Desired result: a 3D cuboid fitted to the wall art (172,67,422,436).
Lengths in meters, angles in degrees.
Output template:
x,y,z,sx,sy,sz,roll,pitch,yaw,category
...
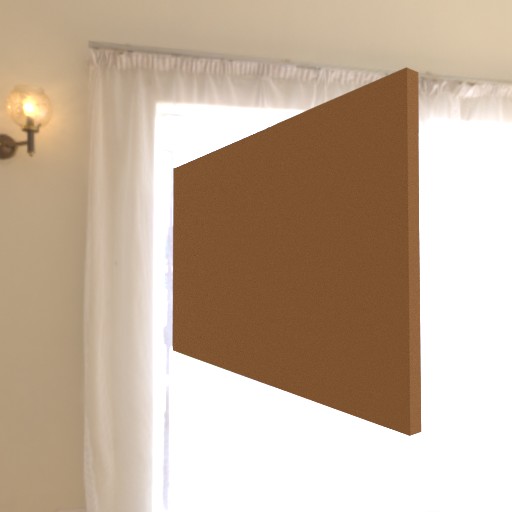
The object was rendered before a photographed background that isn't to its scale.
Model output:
x,y,z,sx,sy,sz,roll,pitch,yaw,category
0.000,0.000,1.113,0.033,0.608,0.915,1,-2,-35,wall art
